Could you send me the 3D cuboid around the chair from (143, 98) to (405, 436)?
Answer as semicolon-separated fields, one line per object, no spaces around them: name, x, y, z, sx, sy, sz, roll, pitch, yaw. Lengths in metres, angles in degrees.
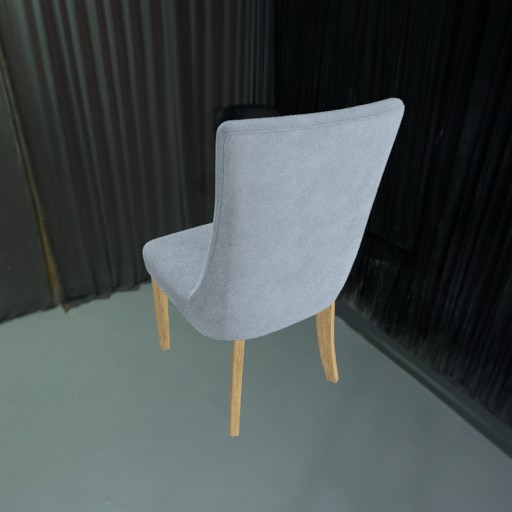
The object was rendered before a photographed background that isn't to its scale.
chair;0.000;0.000;1.281;0.495;0.902;0.610;-18;34;-29
